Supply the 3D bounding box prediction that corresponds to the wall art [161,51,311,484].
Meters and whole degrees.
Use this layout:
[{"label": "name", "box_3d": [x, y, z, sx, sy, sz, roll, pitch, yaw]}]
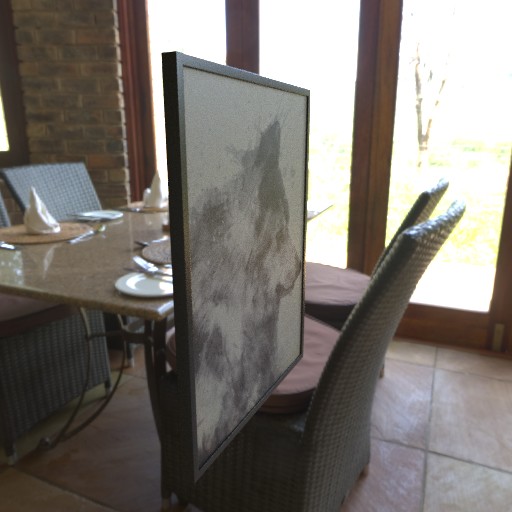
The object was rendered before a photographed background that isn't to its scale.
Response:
[{"label": "wall art", "box_3d": [0.000, 0.000, 1.398, 0.039, 1.061, 0.804, 7, 16, 26]}]
